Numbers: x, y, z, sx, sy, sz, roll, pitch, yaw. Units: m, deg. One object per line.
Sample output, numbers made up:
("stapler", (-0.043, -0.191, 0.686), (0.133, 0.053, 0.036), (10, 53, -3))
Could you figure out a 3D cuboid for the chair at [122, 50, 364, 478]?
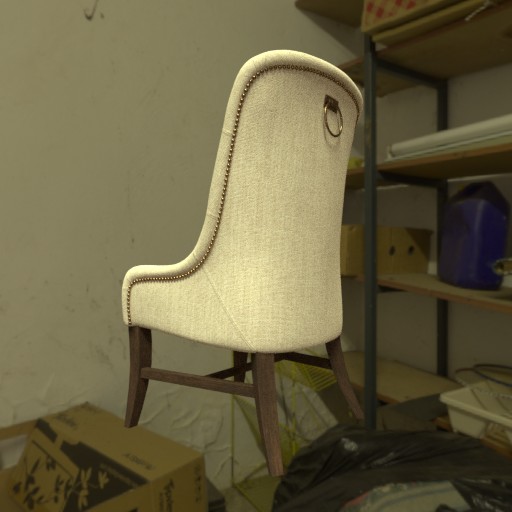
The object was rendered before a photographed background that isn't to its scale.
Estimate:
("chair", (0.000, 0.000, 1.457), (0.629, 1.091, 0.634), (0, 0, 37))
